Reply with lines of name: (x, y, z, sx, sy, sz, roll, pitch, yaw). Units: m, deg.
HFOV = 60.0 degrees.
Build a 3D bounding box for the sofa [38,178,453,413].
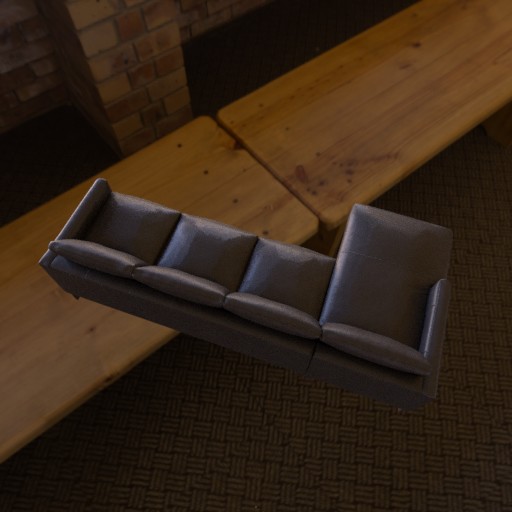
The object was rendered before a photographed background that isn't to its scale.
sofa: (0.000, 0.000, 3.626, 2.993, 0.859, 1.471, 17, 62, 9)
